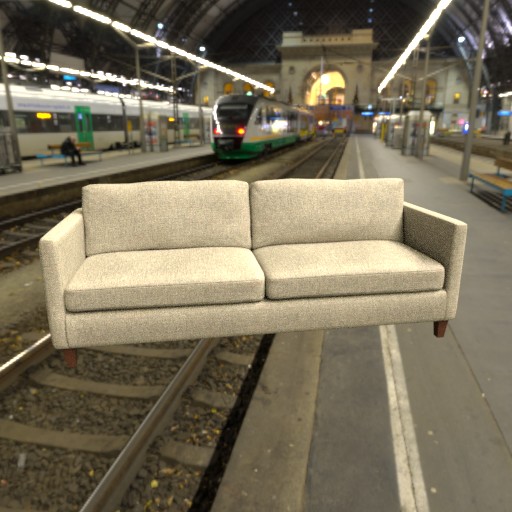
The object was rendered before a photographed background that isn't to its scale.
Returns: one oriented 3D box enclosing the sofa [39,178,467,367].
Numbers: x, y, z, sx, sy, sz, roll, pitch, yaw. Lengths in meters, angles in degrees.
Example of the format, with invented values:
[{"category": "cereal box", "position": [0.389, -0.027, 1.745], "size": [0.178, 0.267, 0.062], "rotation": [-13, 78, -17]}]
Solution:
[{"category": "sofa", "position": [0.000, 0.000, 2.938], "size": [2.434, 0.951, 0.948], "rotation": [-3, 17, -9]}]
